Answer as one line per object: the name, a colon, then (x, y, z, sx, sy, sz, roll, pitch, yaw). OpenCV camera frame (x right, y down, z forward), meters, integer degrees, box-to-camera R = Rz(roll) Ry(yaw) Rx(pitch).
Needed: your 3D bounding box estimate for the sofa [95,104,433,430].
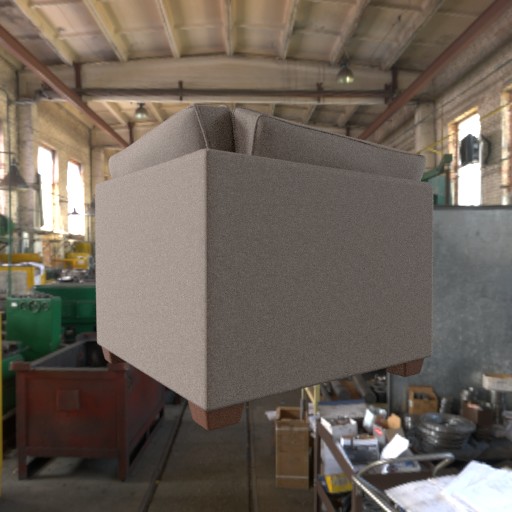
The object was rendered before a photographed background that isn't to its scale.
sofa: (0.000, 0.000, 1.864, 1.050, 0.951, 1.042, -1, 1, -35)
